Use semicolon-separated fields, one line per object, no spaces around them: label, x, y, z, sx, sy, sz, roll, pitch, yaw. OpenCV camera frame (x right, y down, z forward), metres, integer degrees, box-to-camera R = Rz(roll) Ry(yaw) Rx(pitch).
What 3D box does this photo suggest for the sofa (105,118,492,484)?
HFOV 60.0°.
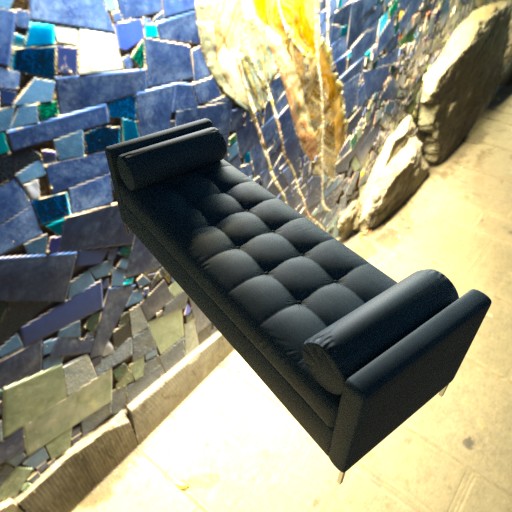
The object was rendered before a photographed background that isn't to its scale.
sofa;0.000;0.000;2.246;0.686;0.635;1.981;-26;47;-27
